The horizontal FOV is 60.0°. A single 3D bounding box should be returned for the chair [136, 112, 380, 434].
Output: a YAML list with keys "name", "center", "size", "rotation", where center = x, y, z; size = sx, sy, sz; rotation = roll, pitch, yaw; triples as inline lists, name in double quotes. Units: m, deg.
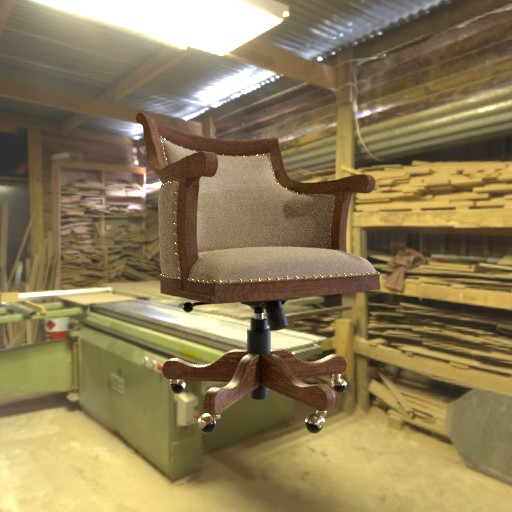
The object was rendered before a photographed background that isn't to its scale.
- name: "chair"
  center: [0.000, 0.000, 1.473]
  size: [0.656, 0.965, 0.689]
  rotation: [-1, 2, -36]
